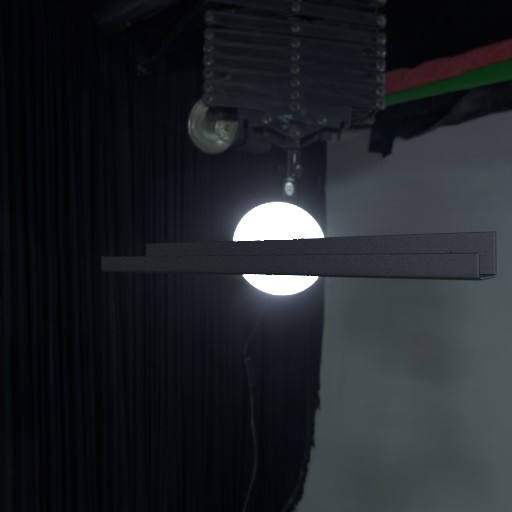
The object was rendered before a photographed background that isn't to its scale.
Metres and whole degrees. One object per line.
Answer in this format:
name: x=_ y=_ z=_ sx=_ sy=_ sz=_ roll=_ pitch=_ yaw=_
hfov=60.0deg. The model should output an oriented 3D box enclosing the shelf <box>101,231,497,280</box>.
shelf: x=0.000 y=0.000 z=0.643 sx=0.605 sy=0.053 sz=0.102 roll=0 pitch=-1 yaw=37
